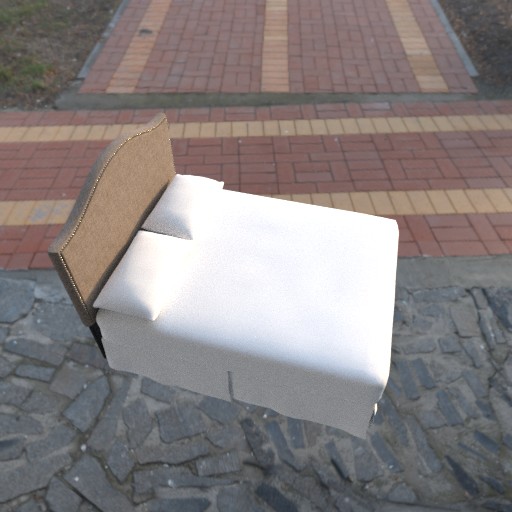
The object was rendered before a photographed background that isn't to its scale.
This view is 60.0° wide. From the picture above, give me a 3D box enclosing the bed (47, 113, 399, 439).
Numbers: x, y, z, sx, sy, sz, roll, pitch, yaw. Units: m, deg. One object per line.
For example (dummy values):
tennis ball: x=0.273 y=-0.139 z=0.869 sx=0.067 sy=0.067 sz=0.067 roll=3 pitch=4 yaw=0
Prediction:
bed: x=0.000 y=0.000 z=3.339 sx=2.153 sy=1.518 sz=1.713 roll=11 pitch=48 yaw=10
